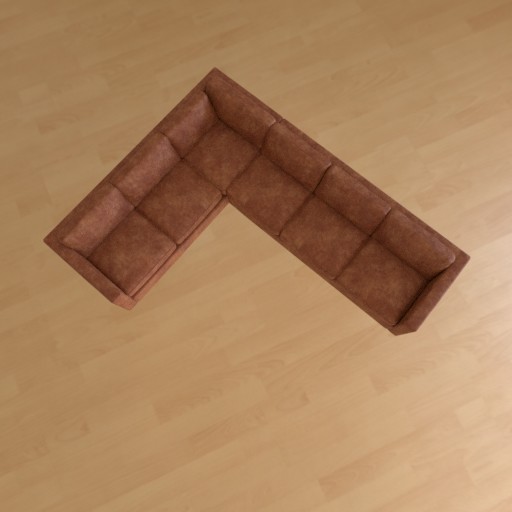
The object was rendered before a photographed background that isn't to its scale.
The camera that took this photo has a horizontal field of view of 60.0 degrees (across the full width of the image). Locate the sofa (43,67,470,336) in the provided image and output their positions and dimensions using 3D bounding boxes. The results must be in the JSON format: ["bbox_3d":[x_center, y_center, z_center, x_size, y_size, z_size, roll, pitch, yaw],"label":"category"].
[{"bbox_3d":[0.000,0.000,4.358,3.150,0.838,2.438,39,79,9],"label":"sofa"}]
